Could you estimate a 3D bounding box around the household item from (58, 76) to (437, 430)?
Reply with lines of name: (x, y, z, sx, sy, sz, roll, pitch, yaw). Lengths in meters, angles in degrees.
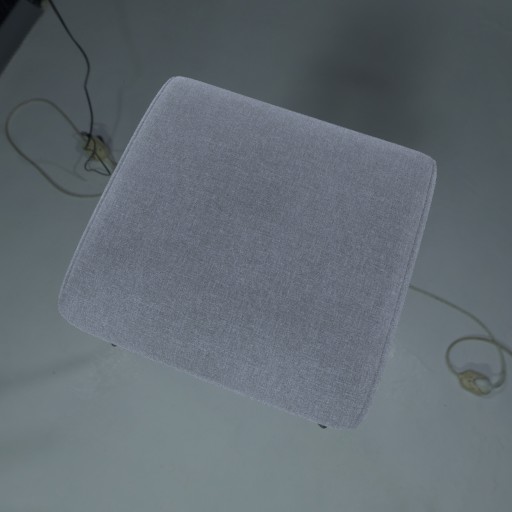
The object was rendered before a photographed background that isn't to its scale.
household item: (0.000, 0.000, 0.881, 0.530, 0.410, 0.530, 20, 75, 6)
